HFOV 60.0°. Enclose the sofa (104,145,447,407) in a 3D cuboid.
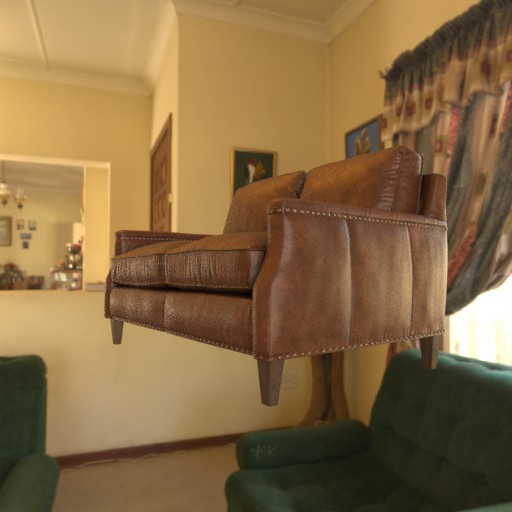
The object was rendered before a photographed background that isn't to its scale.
[{"bbox_3d":[0.000,0.000,2.292,1.083,1.003,1.628,1,-2,-36],"label":"sofa"}]
